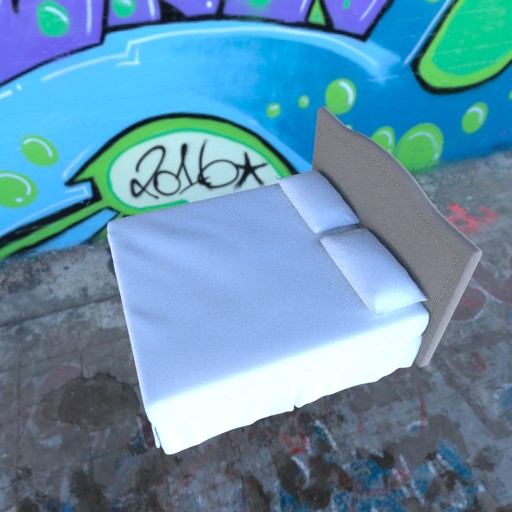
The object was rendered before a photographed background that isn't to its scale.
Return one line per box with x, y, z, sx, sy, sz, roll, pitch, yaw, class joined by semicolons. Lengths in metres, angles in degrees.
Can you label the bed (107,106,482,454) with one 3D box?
0.000;0.000;3.520;2.182;1.421;2.083;-15;46;-15;bed
